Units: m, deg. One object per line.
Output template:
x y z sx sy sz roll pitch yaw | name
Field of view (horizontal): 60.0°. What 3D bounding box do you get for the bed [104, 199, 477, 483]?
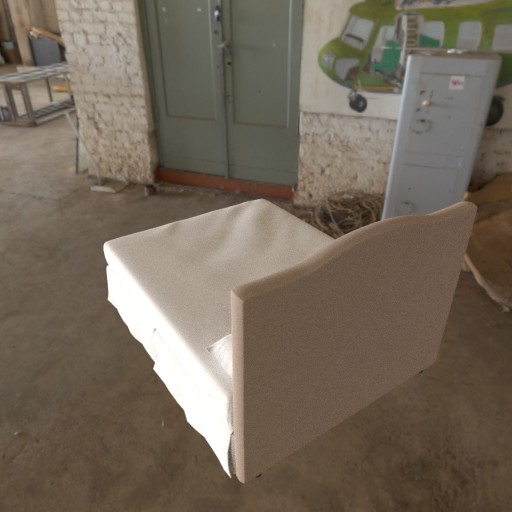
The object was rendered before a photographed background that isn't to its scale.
0.000 0.000 3.388 1.821 1.436 2.282 -19 36 -29 | bed
